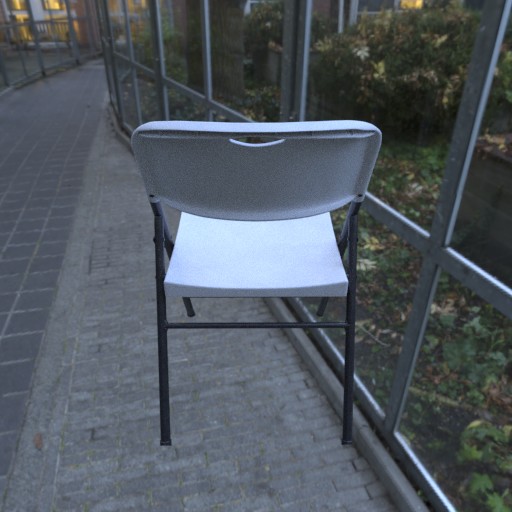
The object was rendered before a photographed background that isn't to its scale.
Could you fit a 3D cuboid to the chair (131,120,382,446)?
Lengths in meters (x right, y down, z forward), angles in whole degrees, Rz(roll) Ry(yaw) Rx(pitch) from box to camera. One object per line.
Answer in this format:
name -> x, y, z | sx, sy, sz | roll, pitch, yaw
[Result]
chair -> 0.000, 0.000, 1.155 | 0.494, 0.810, 0.566 | 0, 30, 0
